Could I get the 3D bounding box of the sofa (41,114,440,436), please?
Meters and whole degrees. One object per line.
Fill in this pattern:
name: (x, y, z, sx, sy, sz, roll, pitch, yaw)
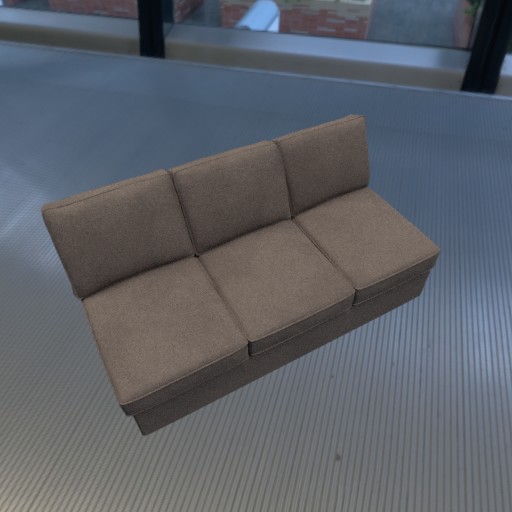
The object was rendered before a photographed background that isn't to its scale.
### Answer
sofa: (0.000, 0.000, 2.553, 1.962, 0.973, 1.027, -22, 50, -20)
